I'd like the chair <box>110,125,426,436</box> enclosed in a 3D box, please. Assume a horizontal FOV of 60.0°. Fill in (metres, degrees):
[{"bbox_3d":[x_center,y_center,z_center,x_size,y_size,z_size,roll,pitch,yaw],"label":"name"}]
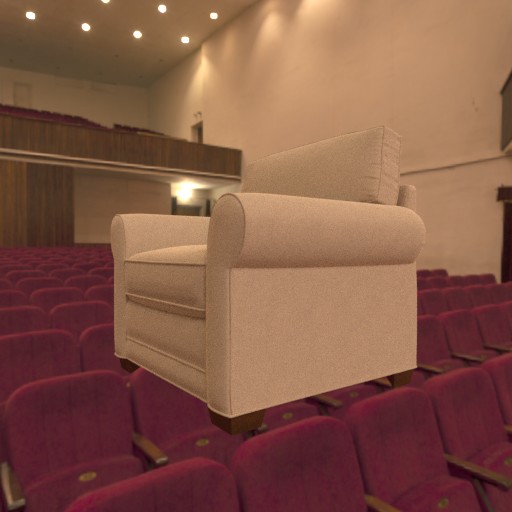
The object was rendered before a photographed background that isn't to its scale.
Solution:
[{"bbox_3d":[0.000,0.000,1.762,0.863,0.955,1.040,-1,1,-36],"label":"chair"}]
